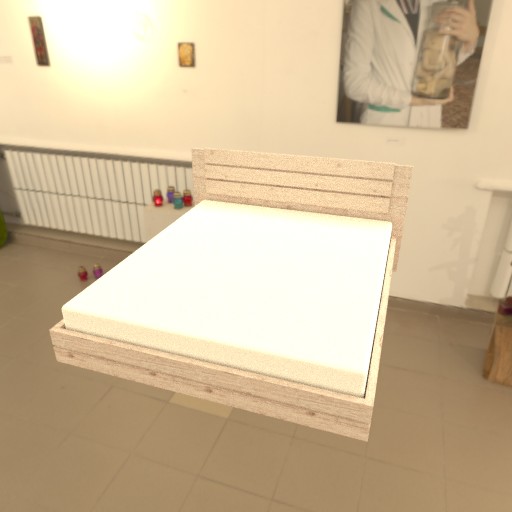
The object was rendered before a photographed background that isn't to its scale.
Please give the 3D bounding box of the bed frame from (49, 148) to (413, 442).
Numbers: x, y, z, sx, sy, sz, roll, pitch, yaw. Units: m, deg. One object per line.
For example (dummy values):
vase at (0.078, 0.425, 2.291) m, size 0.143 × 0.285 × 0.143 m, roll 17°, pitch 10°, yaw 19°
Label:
bed frame at (0.000, 0.000, 3.151) m, size 1.950 × 0.970 × 2.080 m, roll 9°, pitch 28°, yaw 17°
